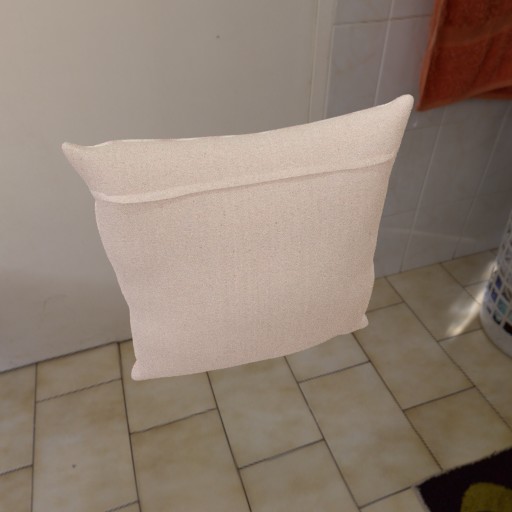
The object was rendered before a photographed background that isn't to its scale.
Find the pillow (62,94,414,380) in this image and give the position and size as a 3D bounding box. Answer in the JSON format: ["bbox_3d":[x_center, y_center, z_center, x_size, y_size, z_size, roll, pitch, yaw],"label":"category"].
[{"bbox_3d":[0.000,0.000,0.662,0.440,0.441,0.182,-11,42,-13],"label":"pillow"}]
